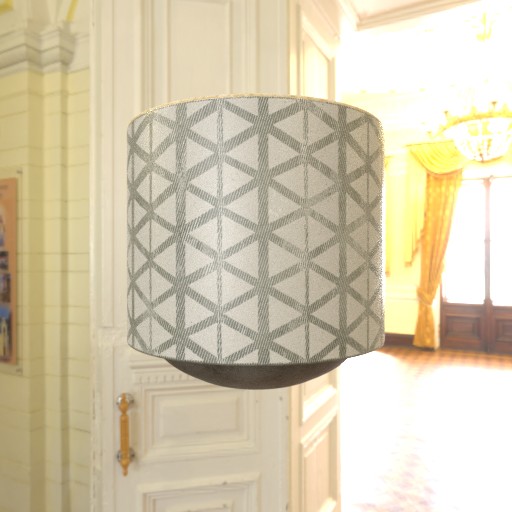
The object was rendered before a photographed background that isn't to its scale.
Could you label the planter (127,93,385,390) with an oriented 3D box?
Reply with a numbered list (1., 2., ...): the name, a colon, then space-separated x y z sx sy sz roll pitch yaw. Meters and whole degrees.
1. planter: 0.000 0.000 0.448 0.250 0.239 0.250 0 0 0
